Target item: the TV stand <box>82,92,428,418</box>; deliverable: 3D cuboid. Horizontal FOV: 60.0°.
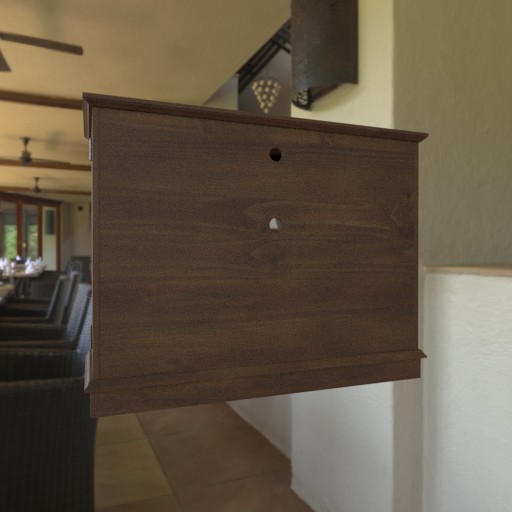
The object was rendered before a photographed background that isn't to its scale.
[{"bbox_3d":[0.000,0.000,1.472,1.067,0.813,0.406,0,0,-21],"label":"TV stand"}]
